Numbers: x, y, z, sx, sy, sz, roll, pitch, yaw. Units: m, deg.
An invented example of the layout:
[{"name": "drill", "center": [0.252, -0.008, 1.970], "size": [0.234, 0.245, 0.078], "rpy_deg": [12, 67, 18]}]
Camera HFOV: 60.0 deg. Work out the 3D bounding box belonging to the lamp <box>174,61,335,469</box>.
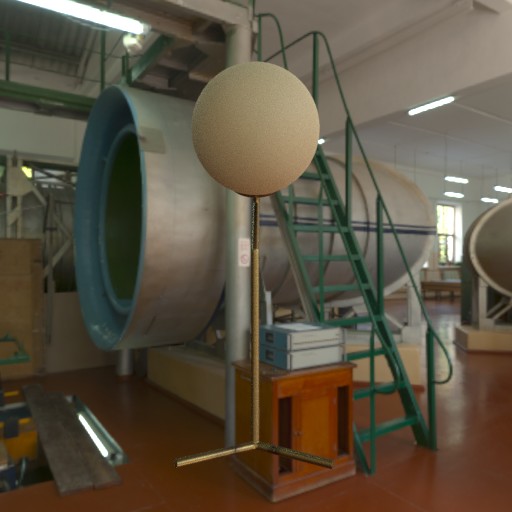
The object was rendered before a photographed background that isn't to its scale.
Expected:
[{"name": "lamp", "center": [0.000, 0.000, 0.680], "size": [0.210, 0.552, 0.251], "rpy_deg": [0, -1, 1]}]
